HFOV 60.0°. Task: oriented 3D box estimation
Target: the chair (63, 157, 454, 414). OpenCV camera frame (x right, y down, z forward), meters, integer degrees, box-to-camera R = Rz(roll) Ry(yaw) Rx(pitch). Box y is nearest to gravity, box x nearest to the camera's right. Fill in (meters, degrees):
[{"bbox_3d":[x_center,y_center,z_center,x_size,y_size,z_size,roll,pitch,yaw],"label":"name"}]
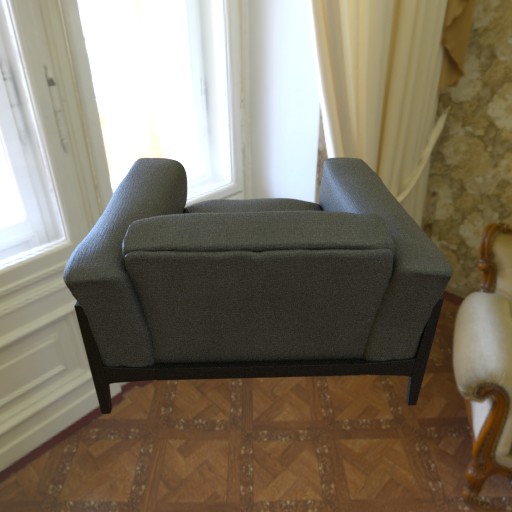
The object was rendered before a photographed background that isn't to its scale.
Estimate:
[{"bbox_3d":[0.000,0.000,1.674,1.056,0.646,0.969,-1,30,-2],"label":"chair"}]
